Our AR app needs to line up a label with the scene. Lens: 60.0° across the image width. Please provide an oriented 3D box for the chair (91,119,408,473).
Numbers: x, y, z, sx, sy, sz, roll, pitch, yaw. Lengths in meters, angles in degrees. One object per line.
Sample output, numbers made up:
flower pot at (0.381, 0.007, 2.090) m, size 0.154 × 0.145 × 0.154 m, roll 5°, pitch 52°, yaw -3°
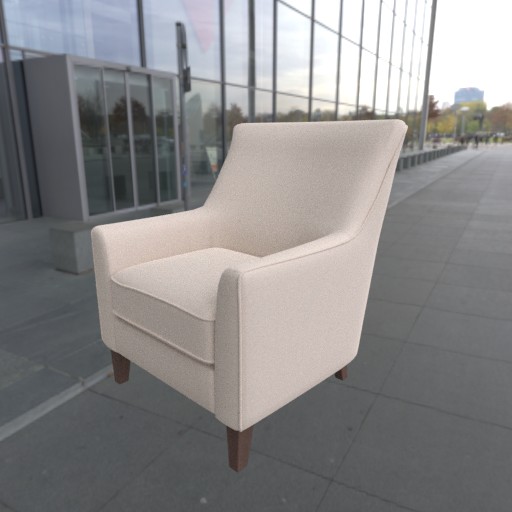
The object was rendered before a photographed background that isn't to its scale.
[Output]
chair at (0.000, 0.000, 1.557) m, size 0.756 × 0.916 × 0.879 m, roll 14°, pitch 21°, yaw 42°
